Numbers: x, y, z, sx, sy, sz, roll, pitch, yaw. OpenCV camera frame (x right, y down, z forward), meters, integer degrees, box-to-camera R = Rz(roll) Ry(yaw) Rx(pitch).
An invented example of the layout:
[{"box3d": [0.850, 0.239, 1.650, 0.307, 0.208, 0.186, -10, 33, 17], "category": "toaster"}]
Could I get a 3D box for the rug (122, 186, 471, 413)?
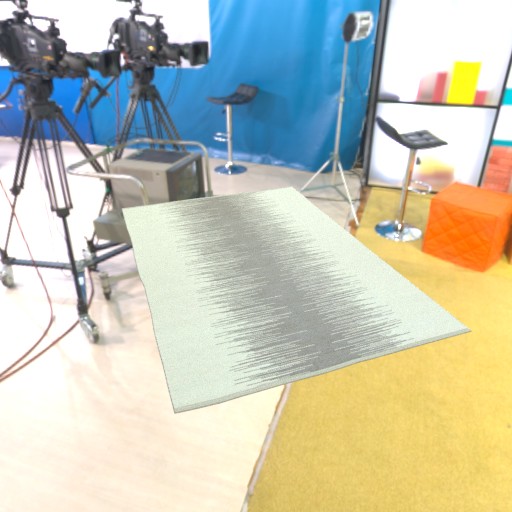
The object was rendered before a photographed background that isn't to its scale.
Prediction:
[{"box3d": [0.000, 0.000, 2.367, 1.226, 0.007, 1.815, -10, 31, -17], "category": "rug"}]
